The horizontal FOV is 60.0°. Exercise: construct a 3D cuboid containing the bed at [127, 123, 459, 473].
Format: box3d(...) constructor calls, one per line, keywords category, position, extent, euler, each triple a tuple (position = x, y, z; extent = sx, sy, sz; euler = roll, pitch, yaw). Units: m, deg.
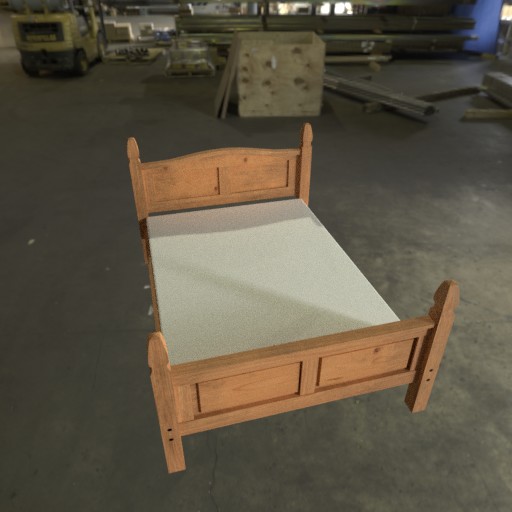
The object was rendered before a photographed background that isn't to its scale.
box3d(category="bed", position=(0.000, 0.000, 2.960), extent=(1.490, 1.100, 2.069), euler=(-8, 34, -13))
